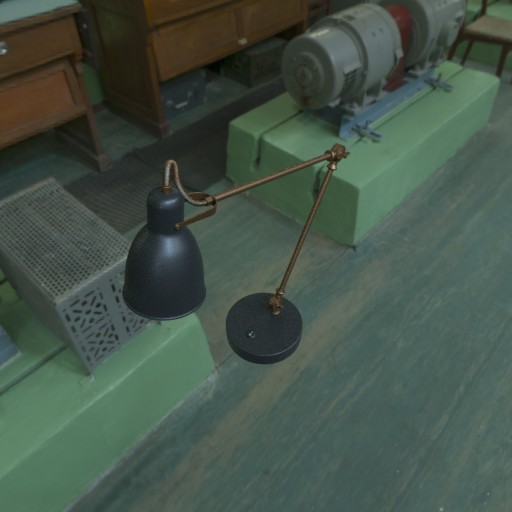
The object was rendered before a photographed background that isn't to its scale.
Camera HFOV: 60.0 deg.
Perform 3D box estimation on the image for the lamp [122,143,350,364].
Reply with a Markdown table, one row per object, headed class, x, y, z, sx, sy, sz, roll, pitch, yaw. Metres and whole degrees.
| class | x | y | z | sx | sy | sz | roll | pitch | yaw |
| --- | --- | --- | --- | --- | --- | --- | --- | --- | --- |
| lamp | 0.000 | 0.000 | 0.877 | 0.187 | 0.587 | 0.561 | 32 | 54 | 27 |
